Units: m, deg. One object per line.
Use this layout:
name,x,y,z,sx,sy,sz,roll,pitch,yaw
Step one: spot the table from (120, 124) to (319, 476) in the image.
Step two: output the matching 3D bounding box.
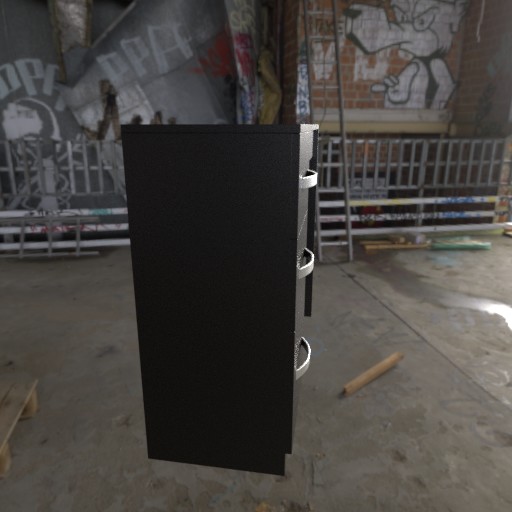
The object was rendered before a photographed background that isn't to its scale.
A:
table,0.000,0.000,1.390,0.380,0.790,0.930,3,17,9
